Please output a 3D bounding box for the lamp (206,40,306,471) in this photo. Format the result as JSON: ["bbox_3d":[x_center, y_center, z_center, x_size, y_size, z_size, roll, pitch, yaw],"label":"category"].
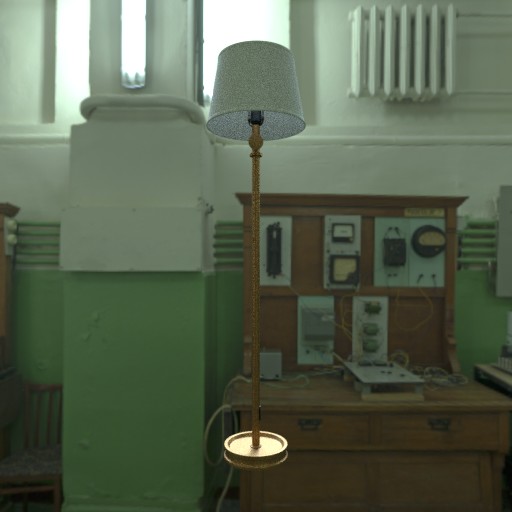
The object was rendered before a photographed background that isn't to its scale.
[{"bbox_3d":[0.000,0.000,0.794,0.178,0.710,0.178,0,-1,0],"label":"lamp"}]
